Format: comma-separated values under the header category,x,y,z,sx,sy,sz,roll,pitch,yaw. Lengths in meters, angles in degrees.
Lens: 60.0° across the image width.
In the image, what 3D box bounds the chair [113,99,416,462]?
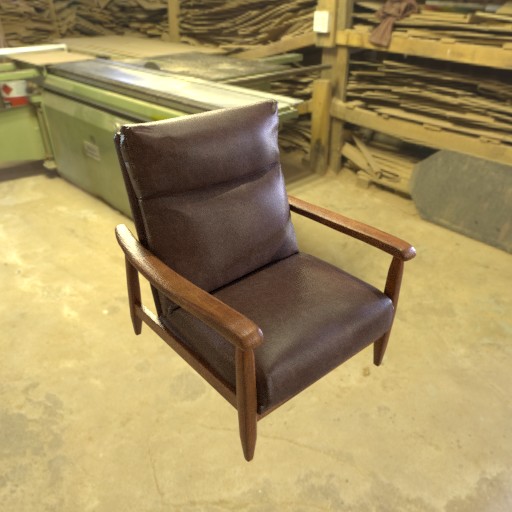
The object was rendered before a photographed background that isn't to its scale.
category,x,y,z,sx,sy,sz,roll,pitch,yaw
chair,0.000,0.000,1.562,0.782,0.897,0.830,-23,38,-33
